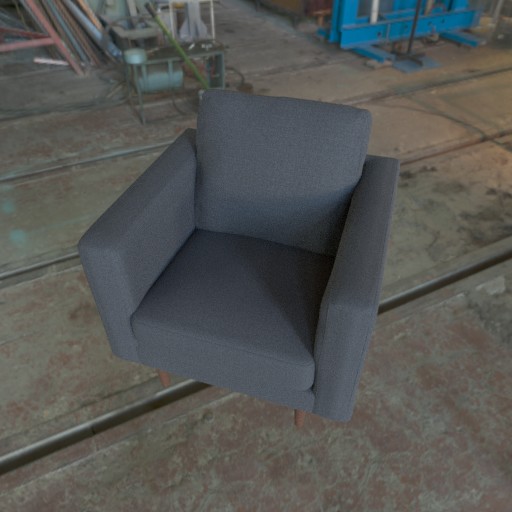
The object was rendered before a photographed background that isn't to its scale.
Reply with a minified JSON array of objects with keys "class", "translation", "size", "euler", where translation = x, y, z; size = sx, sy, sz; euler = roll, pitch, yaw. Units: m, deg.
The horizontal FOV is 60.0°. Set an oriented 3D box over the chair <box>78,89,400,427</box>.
[{"class":"chair","translation":[0.000,0.000,1.561],"size":[0.854,0.927,0.800],"euler":[12,42,13]}]
